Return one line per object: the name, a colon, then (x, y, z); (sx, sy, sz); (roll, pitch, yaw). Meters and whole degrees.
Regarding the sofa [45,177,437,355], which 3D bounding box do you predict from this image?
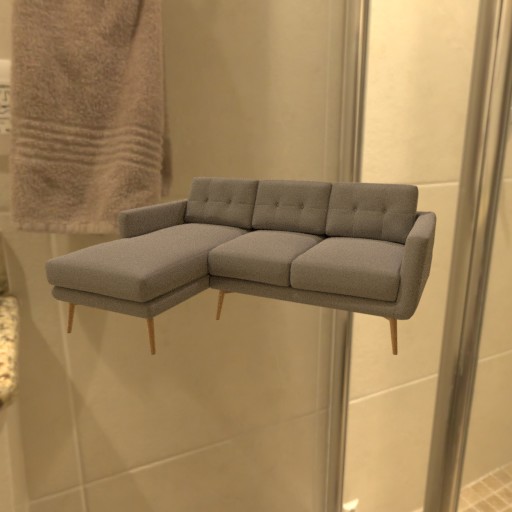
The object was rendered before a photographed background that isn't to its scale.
sofa: (0.000, 0.000, 2.808); (2.040, 0.860, 1.530); (7, 16, 25)
